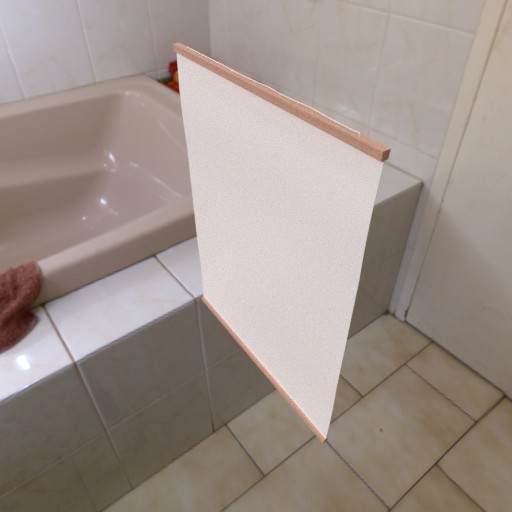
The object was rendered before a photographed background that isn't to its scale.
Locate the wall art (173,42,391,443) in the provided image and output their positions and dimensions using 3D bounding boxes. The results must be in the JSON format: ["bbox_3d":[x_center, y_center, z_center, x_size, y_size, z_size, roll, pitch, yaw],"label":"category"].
[{"bbox_3d":[0.000,0.000,1.300,0.020,1.013,0.758,-25,47,-26],"label":"wall art"}]
